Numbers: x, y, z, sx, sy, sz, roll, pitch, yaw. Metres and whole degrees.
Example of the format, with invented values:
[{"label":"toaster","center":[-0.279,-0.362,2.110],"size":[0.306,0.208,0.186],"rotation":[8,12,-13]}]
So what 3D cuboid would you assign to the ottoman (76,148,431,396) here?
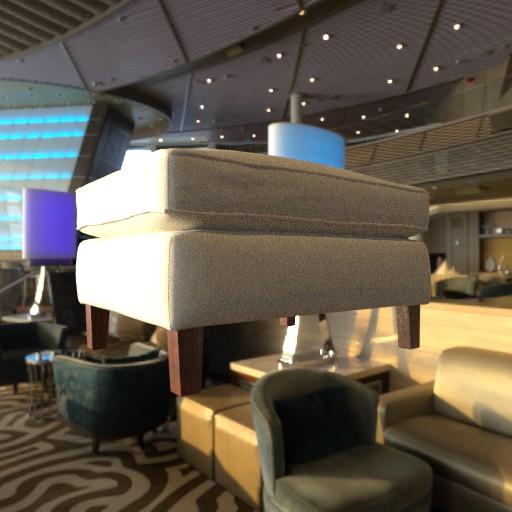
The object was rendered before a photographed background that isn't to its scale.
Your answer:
[{"label":"ottoman","center":[0.000,0.000,0.980],"size":[0.665,0.406,0.501],"rotation":[0,-1,-37]}]
